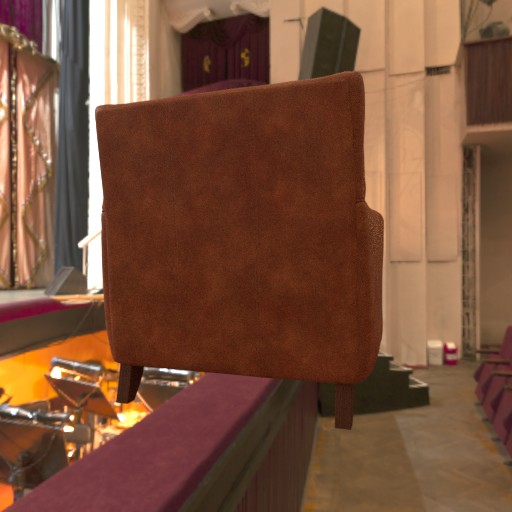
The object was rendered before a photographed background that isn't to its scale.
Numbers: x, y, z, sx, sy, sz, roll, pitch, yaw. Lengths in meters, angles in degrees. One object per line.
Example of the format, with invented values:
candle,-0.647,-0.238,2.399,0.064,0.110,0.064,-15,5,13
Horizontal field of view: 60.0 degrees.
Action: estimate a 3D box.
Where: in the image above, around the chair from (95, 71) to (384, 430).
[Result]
chair,0.000,0.000,1.610,0.870,0.943,0.823,0,-1,18
